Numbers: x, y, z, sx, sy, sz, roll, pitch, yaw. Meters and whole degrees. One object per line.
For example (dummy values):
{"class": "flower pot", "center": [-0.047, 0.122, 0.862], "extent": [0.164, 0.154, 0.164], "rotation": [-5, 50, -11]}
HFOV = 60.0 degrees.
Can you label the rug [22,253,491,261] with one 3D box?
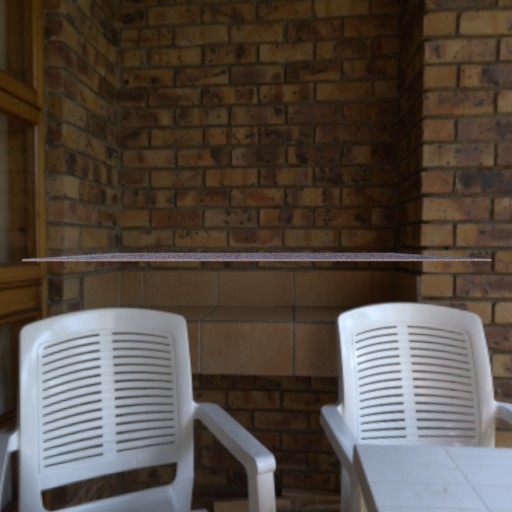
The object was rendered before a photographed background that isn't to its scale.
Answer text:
{"class": "rug", "center": [0.000, 0.000, 2.324], "extent": [1.829, 0.009, 1.219], "rotation": [0, 1, -1]}
